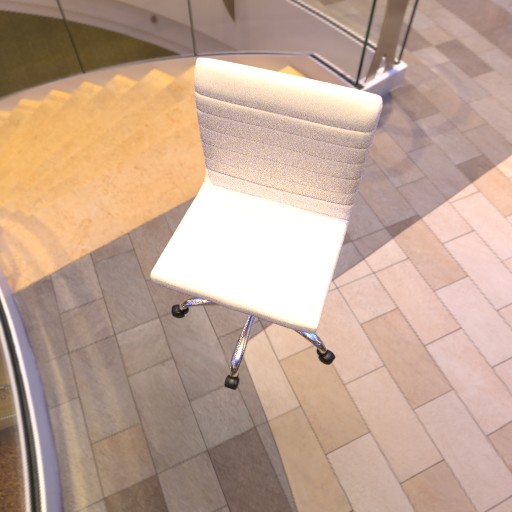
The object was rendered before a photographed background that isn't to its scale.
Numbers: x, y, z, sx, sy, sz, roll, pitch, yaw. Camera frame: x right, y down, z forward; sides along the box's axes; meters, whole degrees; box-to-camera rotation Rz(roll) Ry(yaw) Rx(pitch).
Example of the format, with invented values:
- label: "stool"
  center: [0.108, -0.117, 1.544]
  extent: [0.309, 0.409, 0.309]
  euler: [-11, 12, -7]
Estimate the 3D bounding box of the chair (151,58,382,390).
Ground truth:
- label: "chair"
  center: [0.000, 0.000, 1.064]
  extent: [0.520, 0.750, 0.455]
  euler: [16, 58, 10]
